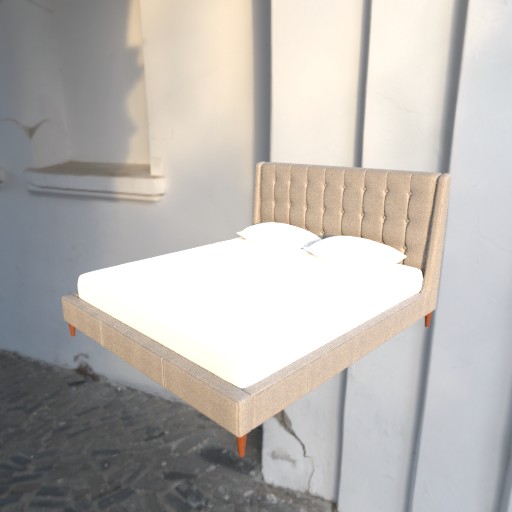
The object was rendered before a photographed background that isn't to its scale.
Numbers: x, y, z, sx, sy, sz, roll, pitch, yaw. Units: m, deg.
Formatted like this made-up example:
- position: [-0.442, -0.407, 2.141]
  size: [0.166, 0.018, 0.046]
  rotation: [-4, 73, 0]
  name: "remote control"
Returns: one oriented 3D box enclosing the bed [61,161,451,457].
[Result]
- position: [0.000, 0.000, 3.550]
  size: [2.062, 1.289, 2.342]
  rotation: [15, 21, 42]
  name: "bed"
